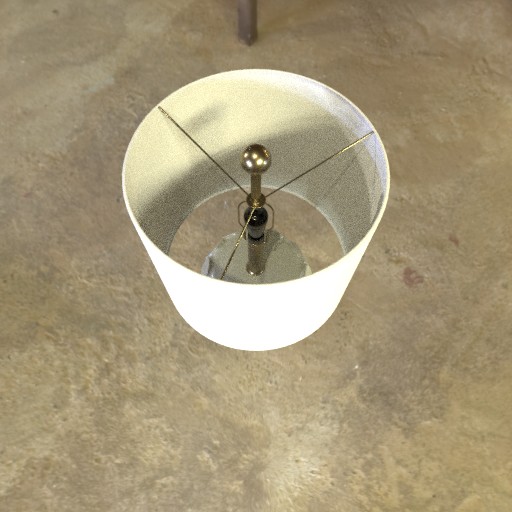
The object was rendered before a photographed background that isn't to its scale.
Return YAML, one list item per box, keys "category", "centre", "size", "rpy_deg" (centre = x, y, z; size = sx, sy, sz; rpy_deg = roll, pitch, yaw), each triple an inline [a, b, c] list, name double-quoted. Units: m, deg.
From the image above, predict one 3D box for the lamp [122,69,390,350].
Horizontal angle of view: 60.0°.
- category: "lamp"
  centre: [0.000, 0.000, 0.607]
  size: [0.254, 0.452, 0.254]
  rpy_deg: [0, 65, 0]
